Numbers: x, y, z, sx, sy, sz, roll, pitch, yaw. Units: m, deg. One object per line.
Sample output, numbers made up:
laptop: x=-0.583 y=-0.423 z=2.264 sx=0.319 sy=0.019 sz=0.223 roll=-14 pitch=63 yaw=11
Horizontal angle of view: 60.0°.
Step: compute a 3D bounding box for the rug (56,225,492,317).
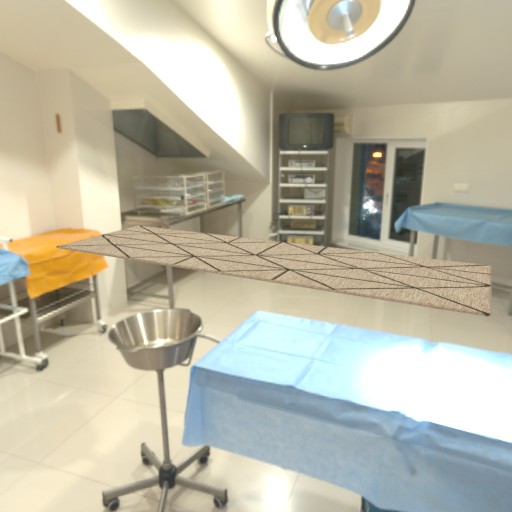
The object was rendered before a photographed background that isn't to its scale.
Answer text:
rug: x=0.000 y=0.000 z=2.579 sx=2.438 sy=0.012 sz=0.762 roll=8 pitch=17 yaw=26
